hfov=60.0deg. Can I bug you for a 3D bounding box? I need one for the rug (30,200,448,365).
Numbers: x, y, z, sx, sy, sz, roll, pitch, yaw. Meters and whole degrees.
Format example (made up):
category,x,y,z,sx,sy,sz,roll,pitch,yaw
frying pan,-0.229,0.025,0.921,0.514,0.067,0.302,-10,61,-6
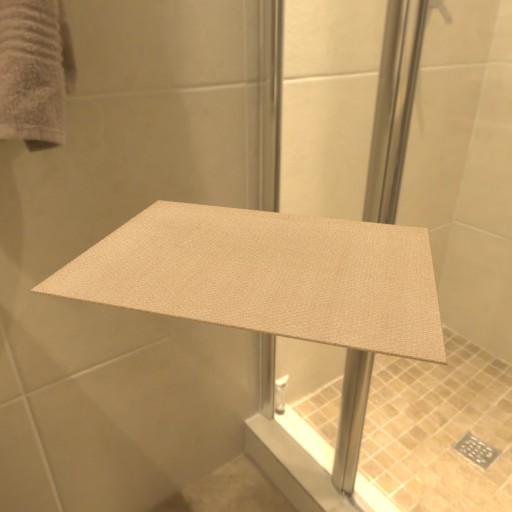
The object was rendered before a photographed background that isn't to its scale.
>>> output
category,x,y,z,sx,sy,sz,roll,pitch,yaw
rug,0.000,0.000,2.809,2.144,0.013,1.509,7,28,14
